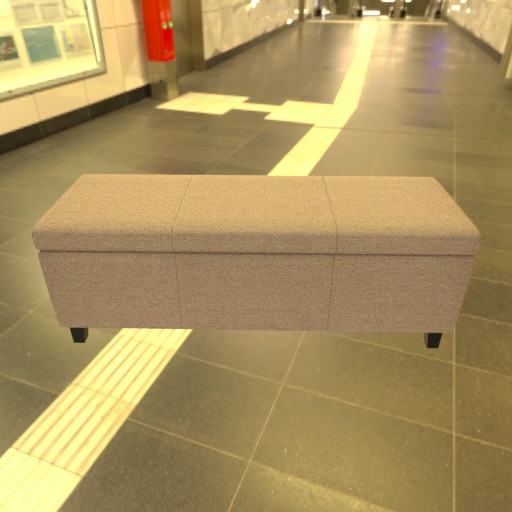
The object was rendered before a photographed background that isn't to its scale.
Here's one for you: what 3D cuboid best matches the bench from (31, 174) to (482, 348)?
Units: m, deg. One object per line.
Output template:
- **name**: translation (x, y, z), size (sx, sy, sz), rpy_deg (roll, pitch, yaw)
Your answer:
- **bench**: translation (0.000, 0.000, 1.501), size (1.269, 0.438, 0.446), rpy_deg (1, 32, 1)
